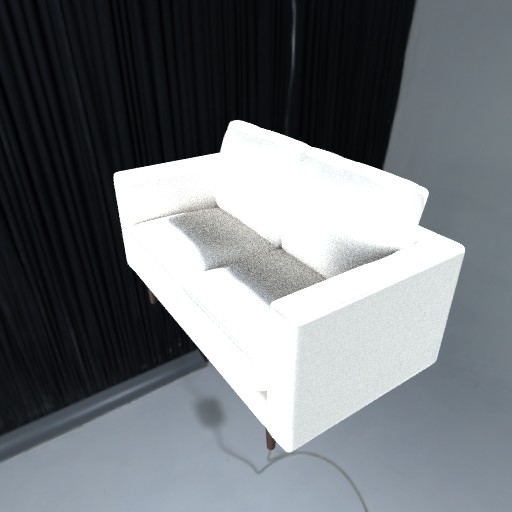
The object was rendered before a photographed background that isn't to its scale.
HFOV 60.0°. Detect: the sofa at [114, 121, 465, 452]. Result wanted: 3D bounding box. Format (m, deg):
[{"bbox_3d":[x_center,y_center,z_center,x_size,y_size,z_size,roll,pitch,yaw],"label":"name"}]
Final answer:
[{"bbox_3d":[0.000,0.000,1.949,0.796,0.908,1.430,-18,34,-29],"label":"sofa"}]
